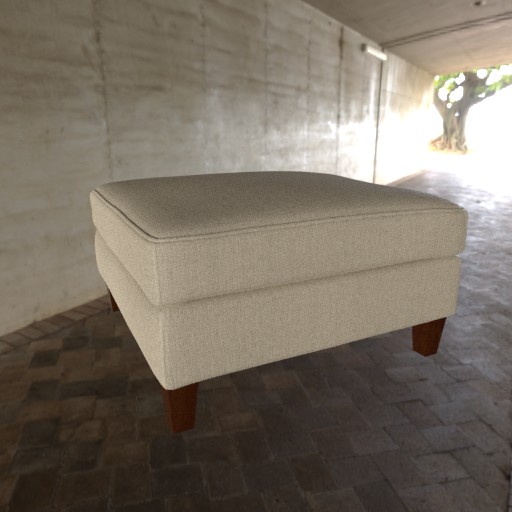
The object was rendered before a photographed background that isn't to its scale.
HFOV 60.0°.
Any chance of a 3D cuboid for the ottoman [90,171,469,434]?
[{"bbox_3d":[0.000,0.000,1.345,0.838,0.478,0.838,-8,18,-26],"label":"ottoman"}]
